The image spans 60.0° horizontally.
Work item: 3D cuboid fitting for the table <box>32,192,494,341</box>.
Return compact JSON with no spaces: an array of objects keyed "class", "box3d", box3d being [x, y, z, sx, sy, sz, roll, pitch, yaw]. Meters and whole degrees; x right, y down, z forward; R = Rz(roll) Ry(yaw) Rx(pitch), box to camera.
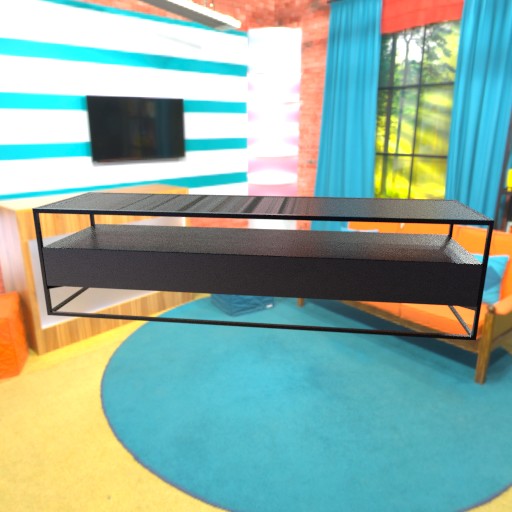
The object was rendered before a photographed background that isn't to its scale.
[{"class":"table","box3d":[0.000,0.000,1.660,1.486,0.395,0.399,2,16,7]}]
